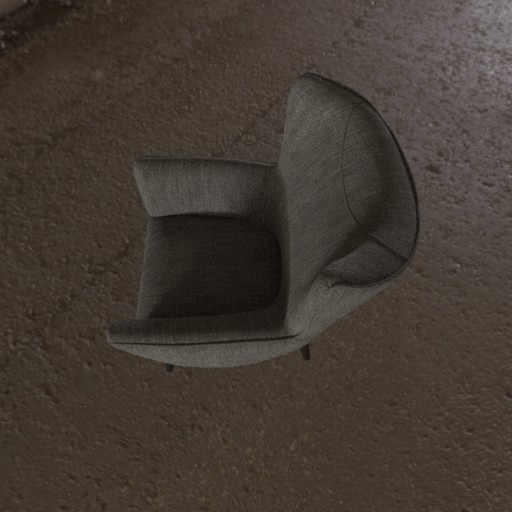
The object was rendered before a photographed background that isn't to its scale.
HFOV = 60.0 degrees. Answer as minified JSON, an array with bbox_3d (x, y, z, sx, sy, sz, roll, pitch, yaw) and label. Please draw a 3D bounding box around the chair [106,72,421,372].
[{"bbox_3d":[0.000,0.000,1.570,0.888,0.933,0.781,-1,57,-1],"label":"chair"}]
